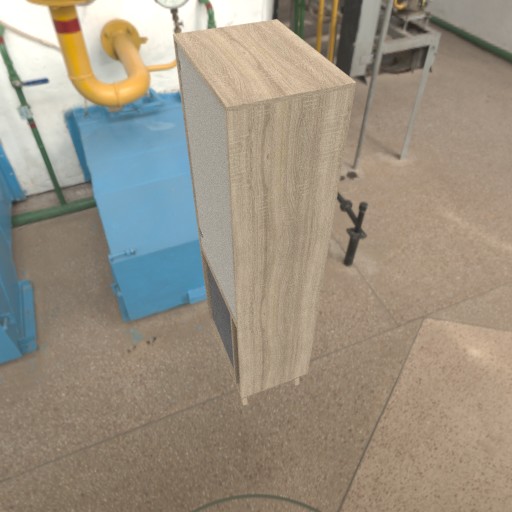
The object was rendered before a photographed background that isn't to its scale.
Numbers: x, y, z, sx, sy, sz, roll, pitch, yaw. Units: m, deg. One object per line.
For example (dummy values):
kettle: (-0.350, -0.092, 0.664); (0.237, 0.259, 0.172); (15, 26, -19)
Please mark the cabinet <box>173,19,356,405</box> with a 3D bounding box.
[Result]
cabinet: (0.000, 0.000, 2.090); (0.400, 1.850, 0.570); (-16, 48, -15)
